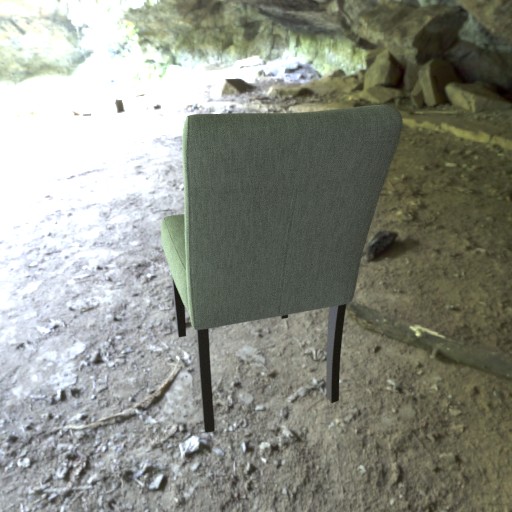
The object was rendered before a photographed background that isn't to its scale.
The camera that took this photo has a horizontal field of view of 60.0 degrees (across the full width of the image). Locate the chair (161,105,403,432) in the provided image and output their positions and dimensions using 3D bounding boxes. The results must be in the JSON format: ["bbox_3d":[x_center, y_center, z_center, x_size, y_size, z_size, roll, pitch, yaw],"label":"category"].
[{"bbox_3d":[0.000,0.000,1.275,0.487,0.884,0.629,-8,28,-15],"label":"chair"}]
